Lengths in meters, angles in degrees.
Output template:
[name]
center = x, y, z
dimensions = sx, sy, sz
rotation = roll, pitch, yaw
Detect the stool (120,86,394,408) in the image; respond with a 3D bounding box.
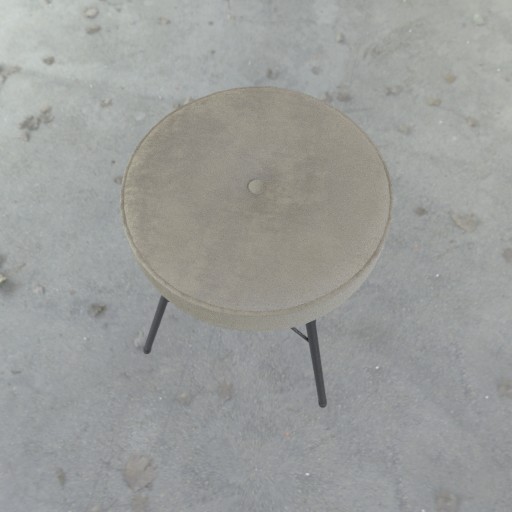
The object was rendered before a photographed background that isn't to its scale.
[stool]
center = 0.000, 0.000, 0.893
dimensions = 0.457, 0.538, 0.423
rotation = 15, 65, 7
